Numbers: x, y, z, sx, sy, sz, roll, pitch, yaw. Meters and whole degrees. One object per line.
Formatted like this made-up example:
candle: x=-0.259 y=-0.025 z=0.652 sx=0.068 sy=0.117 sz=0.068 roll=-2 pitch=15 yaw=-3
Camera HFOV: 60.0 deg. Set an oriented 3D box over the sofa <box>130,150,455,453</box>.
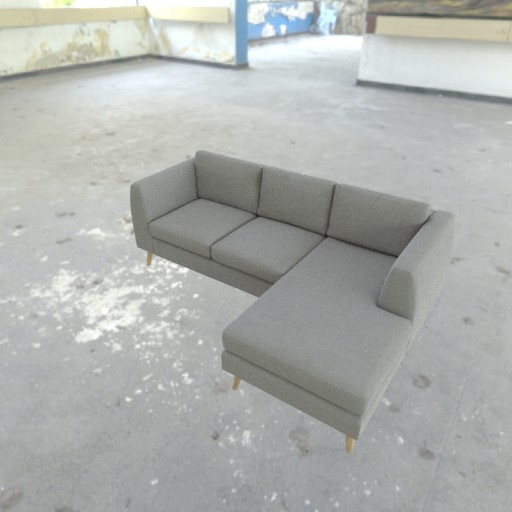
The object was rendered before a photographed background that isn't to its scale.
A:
sofa: x=0.000 y=0.000 z=3.104 sx=2.300 sy=0.860 sz=1.580 roll=20 pitch=37 yaw=29
